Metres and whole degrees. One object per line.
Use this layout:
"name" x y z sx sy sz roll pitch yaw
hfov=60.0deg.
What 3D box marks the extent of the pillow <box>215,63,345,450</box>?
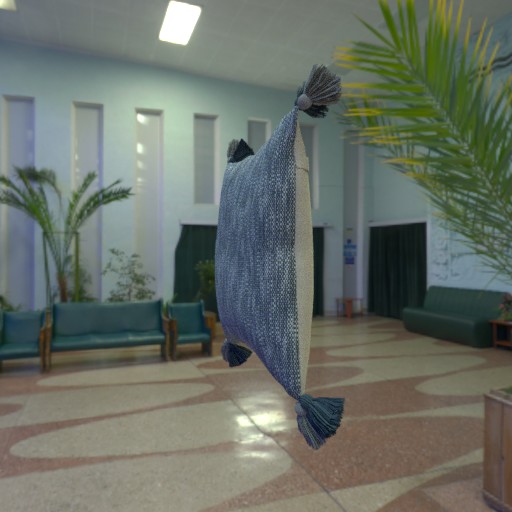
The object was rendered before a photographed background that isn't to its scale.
"pillow" 0.000 0.000 0.950 0.138 0.634 0.614 0 0 -17
